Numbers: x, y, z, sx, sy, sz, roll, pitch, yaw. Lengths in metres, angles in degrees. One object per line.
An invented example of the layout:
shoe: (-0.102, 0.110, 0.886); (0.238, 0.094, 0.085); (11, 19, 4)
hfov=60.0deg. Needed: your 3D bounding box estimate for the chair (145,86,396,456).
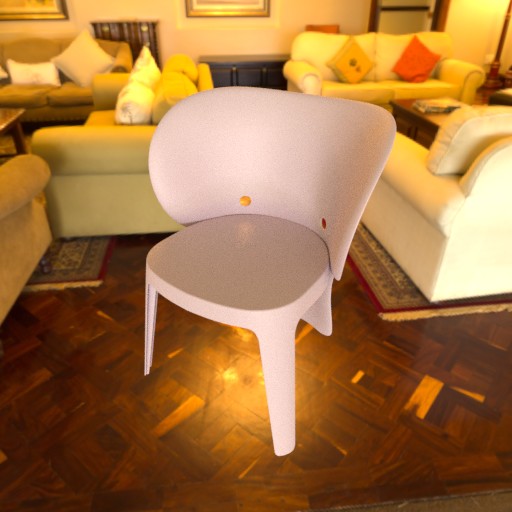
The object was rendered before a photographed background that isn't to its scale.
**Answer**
chair: (0.000, 0.000, 0.871); (0.451, 0.554, 0.402); (20, 37, 29)
